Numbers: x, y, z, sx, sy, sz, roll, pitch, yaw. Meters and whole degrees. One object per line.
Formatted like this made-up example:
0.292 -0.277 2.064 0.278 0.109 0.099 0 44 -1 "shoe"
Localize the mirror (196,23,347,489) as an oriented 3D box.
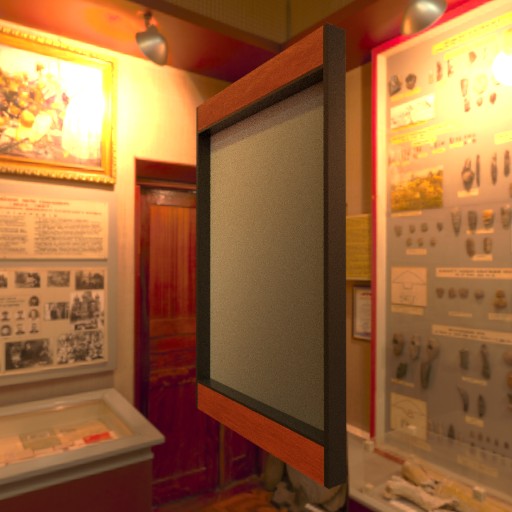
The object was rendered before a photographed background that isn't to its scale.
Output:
0.000 0.000 1.012 0.047 0.823 0.525 0 -1 -34 "mirror"
